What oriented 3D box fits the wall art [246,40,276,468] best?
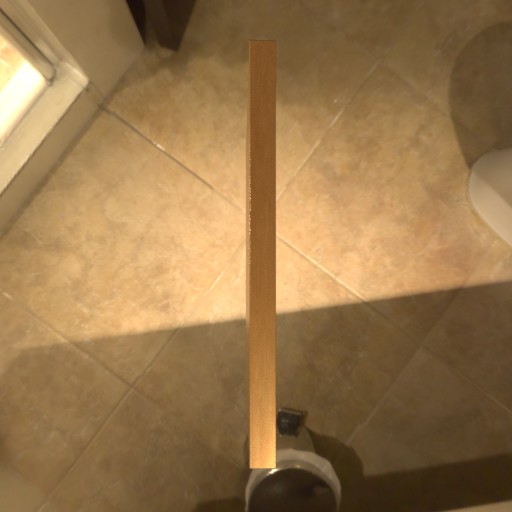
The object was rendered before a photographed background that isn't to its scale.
[{"bbox_3d":[0.000,0.000,0.463,0.019,0.302,0.302,0,89,-2],"label":"wall art"}]
